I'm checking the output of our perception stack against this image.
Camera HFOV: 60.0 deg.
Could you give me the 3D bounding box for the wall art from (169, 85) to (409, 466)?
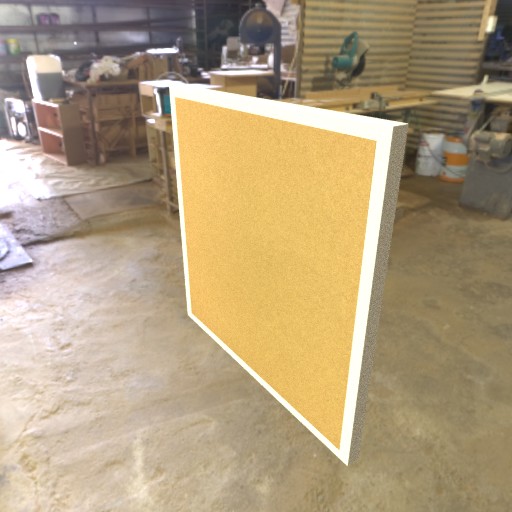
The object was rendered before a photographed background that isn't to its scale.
[{"bbox_3d":[0.000,0.000,1.134,0.038,0.761,0.763,-18,32,-32],"label":"wall art"}]
